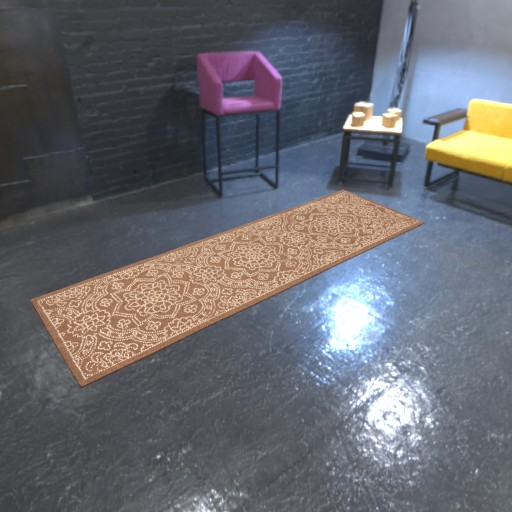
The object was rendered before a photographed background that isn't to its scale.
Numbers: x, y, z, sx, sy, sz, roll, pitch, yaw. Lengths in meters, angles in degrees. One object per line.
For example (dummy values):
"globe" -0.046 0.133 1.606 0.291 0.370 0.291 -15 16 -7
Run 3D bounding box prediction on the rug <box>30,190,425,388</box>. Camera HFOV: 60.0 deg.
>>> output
"rug" 0.000 0.000 2.735 2.448 0.012 0.769 -22 37 -32
